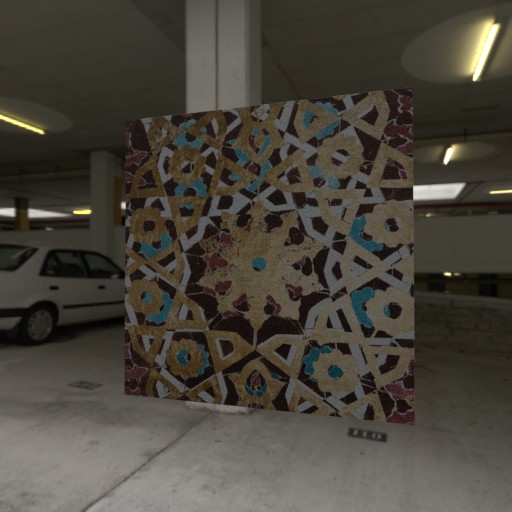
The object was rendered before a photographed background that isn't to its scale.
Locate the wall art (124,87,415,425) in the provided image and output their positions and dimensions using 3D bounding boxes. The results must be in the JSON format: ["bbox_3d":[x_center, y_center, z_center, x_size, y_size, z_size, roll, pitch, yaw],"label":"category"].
[{"bbox_3d":[0.000,0.000,1.129,0.757,0.762,0.028,0,-1,18],"label":"wall art"}]
